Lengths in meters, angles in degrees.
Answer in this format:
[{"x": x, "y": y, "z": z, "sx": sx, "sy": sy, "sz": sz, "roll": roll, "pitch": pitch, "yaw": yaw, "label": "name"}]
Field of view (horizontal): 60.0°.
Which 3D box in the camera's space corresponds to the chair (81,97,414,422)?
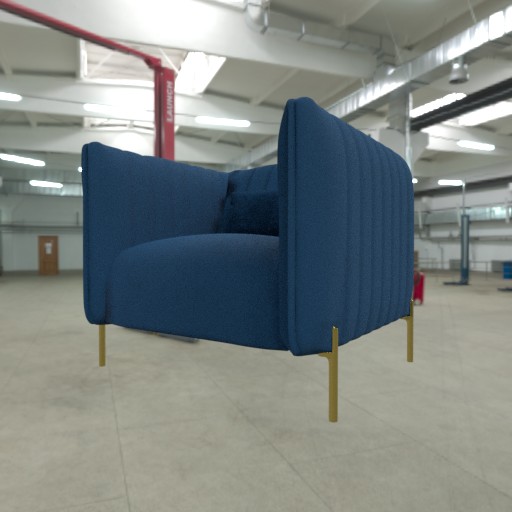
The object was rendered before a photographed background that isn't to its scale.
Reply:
[{"x": 0.000, "y": 0.000, "z": 1.606, "sx": 0.947, "sy": 0.793, "sz": 0.877, "roll": 1, "pitch": 1, "yaw": 34, "label": "chair"}]
